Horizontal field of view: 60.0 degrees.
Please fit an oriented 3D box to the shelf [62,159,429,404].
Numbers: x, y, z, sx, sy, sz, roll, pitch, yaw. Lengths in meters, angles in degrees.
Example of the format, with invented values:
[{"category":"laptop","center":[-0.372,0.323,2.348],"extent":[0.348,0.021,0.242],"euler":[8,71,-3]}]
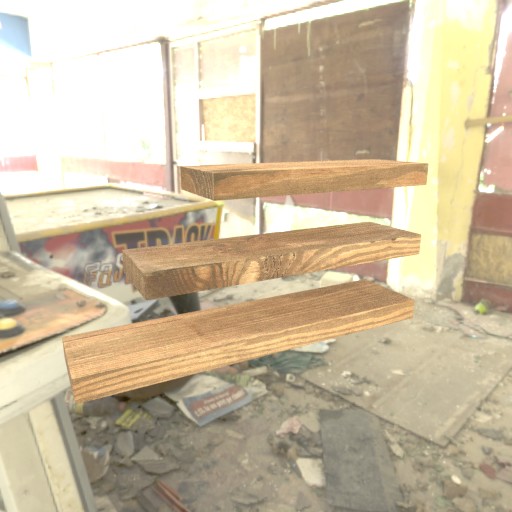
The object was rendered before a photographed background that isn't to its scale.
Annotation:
[{"category":"shelf","center":[0.000,0.000,0.738],"extent":[0.610,0.293,0.140],"euler":[-8,17,-26]}]
